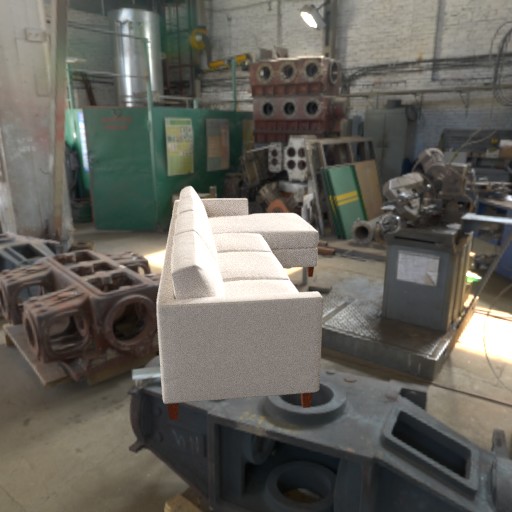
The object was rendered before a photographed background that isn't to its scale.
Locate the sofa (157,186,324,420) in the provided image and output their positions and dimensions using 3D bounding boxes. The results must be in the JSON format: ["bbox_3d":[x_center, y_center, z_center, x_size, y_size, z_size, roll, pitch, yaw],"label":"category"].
[{"bbox_3d":[0.000,0.000,4.177,1.606,0.954,3.471,-2,17,-8],"label":"sofa"}]
